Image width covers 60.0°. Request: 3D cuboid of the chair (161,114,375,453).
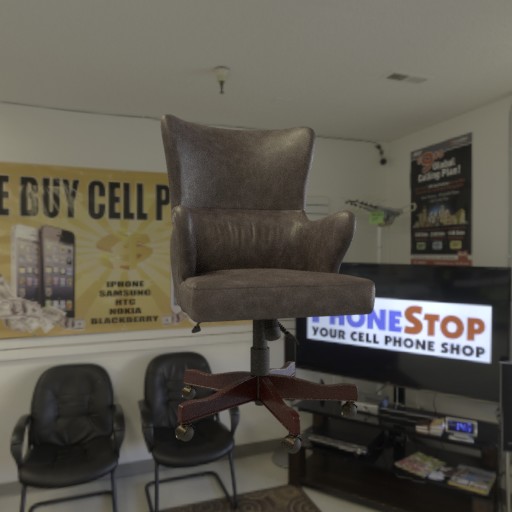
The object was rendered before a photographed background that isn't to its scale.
[{"bbox_3d":[0.000,0.000,1.487,0.594,1.037,0.717,0,1,-17],"label":"chair"}]
